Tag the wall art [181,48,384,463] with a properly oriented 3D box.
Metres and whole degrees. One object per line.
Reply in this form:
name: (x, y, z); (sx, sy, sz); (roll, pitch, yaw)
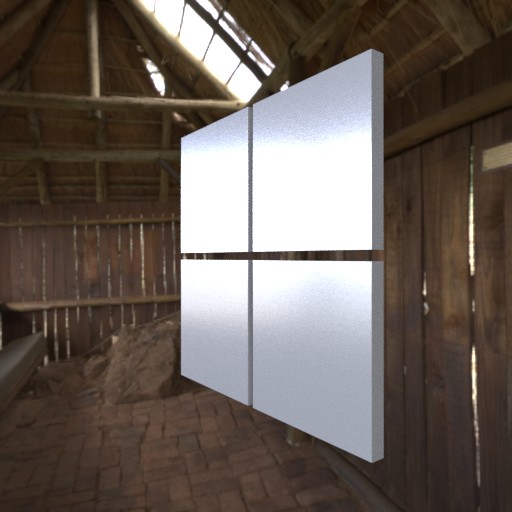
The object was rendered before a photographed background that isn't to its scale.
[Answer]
wall art: (0.000, 0.000, 0.908); (0.029, 0.611, 0.611); (0, 0, -37)
